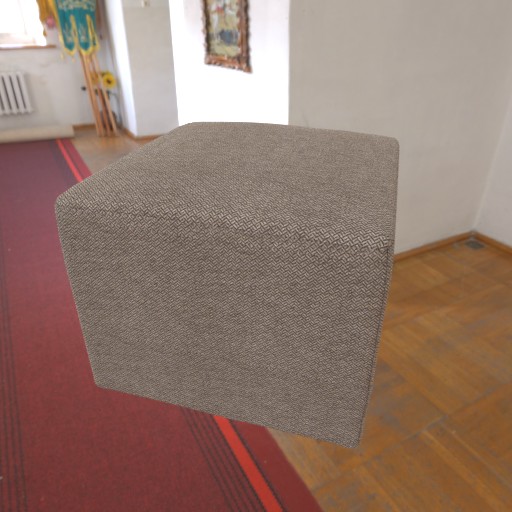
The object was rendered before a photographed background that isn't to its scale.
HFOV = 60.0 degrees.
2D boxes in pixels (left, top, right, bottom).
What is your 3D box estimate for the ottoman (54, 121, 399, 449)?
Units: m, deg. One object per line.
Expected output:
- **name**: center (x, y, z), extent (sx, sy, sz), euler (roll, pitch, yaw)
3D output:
- **ottoman**: center (0.000, 0.000, 0.908), extent (0.512, 0.453, 0.519), euler (8, 31, 14)
